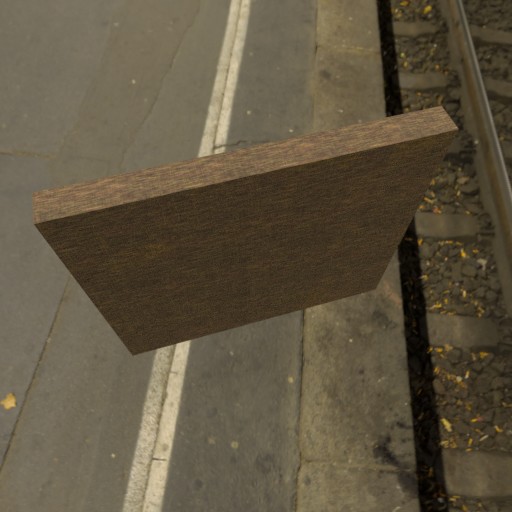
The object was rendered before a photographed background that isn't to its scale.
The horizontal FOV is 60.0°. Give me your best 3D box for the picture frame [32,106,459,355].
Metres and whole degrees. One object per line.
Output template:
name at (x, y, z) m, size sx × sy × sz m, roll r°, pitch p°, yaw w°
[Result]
picture frame at (0.000, 0.000, 0.530) m, size 0.378 × 0.330 × 0.033 m, roll -14°, pitch 60°, yaw -8°
